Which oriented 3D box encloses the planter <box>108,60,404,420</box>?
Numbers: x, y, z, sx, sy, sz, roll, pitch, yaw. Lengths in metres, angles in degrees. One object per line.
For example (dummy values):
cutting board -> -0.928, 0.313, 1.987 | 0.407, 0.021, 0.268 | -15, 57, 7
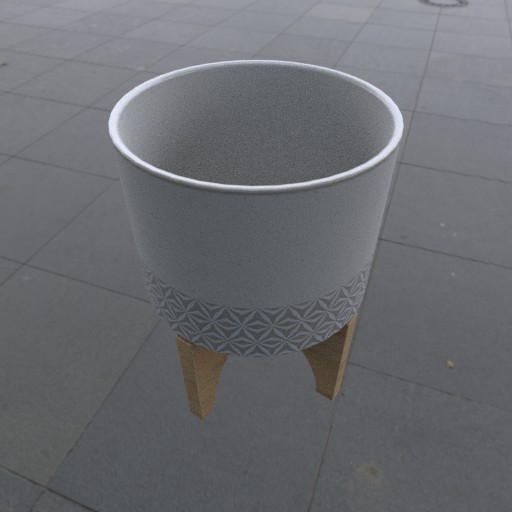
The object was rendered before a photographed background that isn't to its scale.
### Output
planter -> 0.000, 0.000, 0.498 | 0.249, 0.343, 0.249 | 0, 42, 0
